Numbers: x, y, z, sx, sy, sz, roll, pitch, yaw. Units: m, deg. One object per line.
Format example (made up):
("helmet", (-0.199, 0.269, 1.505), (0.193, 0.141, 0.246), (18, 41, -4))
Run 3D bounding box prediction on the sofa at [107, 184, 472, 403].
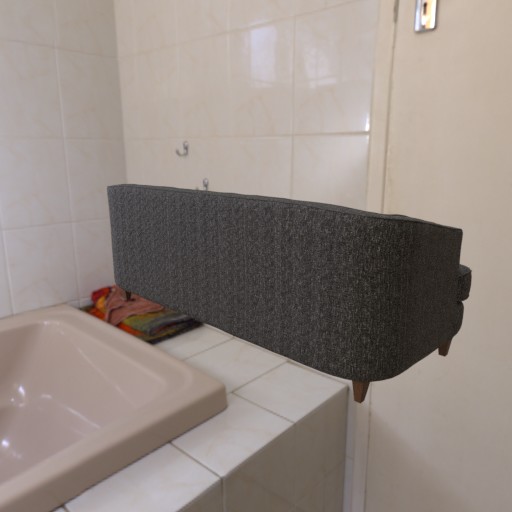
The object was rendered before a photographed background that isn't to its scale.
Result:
("sofa", (0.000, 0.000, 2.738), (2.278, 0.855, 0.941), (13, 18, 43))
